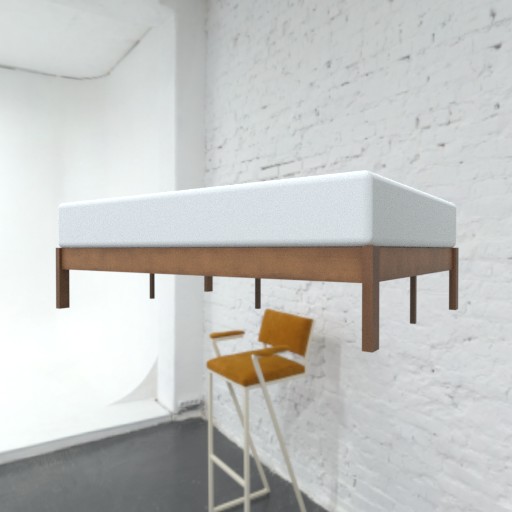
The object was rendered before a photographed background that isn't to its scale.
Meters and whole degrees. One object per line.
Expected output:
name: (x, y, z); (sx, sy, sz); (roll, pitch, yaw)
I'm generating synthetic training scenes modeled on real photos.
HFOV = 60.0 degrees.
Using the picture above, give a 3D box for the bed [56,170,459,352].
bed: (0.000, 0.000, 2.588); (1.927, 0.616, 1.348); (1, 1, 36)
